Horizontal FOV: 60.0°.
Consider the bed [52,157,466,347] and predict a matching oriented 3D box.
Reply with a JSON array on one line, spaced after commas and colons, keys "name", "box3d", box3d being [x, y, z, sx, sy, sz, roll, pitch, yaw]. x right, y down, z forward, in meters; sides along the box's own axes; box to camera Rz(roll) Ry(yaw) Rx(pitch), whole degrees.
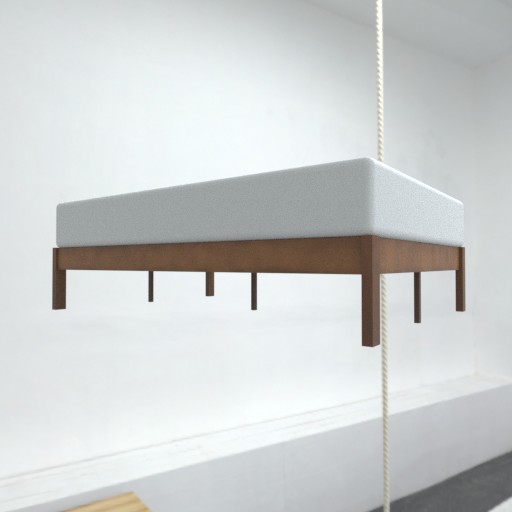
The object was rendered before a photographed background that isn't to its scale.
[{"name": "bed", "box3d": [0.000, 0.000, 2.526, 1.927, 0.616, 1.348, -1, -1, 37]}]
